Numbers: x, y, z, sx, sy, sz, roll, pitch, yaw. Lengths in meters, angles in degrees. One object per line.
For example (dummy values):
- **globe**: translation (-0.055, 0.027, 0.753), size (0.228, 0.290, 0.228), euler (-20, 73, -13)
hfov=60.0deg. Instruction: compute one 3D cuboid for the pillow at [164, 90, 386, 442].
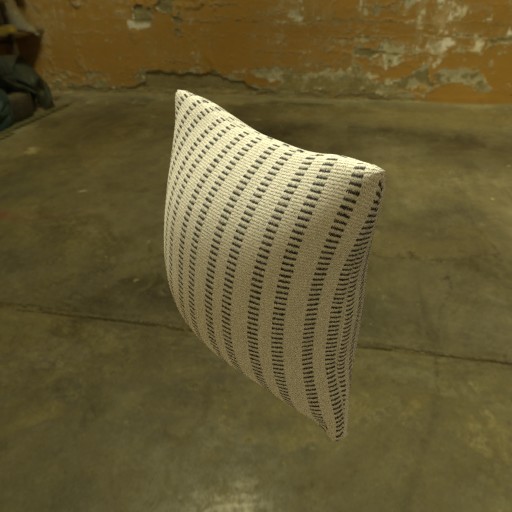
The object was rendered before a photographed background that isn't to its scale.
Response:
- **pillow**: translation (0.000, 0.000, 0.680), size (0.247, 0.419, 0.438), euler (-21, 38, -29)
